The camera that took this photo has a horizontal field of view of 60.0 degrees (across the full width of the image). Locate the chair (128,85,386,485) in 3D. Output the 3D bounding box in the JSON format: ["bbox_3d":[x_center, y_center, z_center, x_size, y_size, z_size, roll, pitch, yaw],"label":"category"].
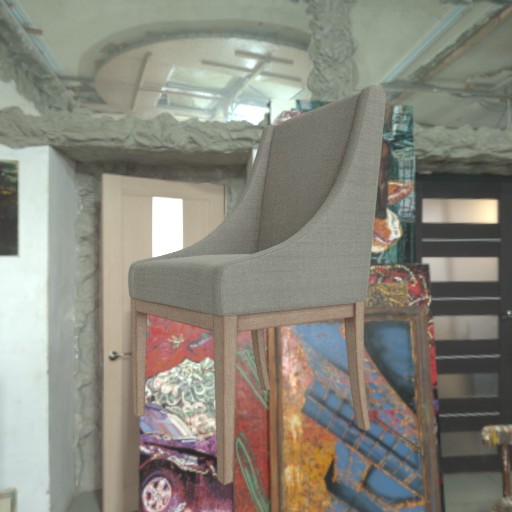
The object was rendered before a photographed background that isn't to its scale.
[{"bbox_3d":[0.000,0.000,1.376,0.611,1.021,0.575,0,0,-36],"label":"chair"}]
